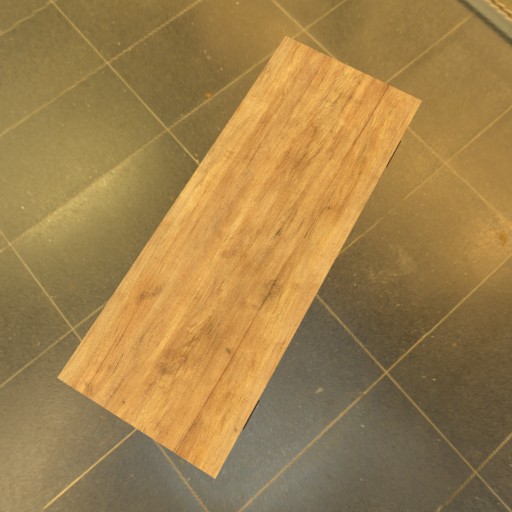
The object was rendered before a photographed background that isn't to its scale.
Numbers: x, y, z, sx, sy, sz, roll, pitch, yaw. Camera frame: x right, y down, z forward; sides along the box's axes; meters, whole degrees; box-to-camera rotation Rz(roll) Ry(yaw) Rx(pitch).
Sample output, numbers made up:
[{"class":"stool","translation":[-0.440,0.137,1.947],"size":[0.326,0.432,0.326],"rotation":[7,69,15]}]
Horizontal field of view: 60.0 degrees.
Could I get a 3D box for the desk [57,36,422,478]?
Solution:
[{"class":"desk","translation":[0.000,0.000,1.926],"size":[0.600,0.760,1.520],"rotation":[29,77,8]}]
